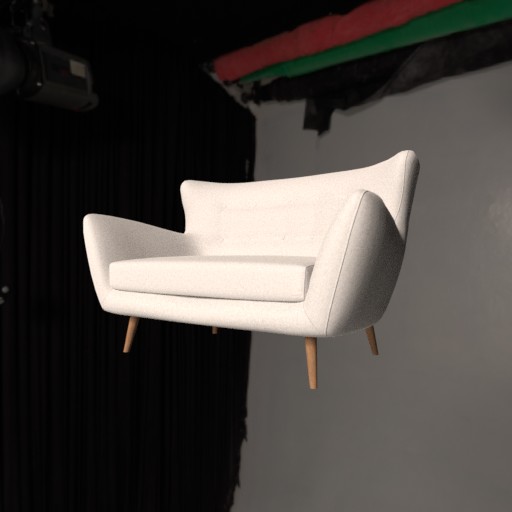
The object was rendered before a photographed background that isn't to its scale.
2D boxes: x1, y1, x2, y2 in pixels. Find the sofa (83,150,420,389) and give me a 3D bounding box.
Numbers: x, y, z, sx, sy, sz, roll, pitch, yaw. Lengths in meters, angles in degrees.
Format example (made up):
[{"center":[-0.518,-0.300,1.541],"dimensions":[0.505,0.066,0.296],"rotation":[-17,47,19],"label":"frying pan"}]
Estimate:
[{"center":[0.000,0.000,2.039],"dimensions":[1.424,0.878,0.921],"rotation":[0,0,35],"label":"sofa"}]
